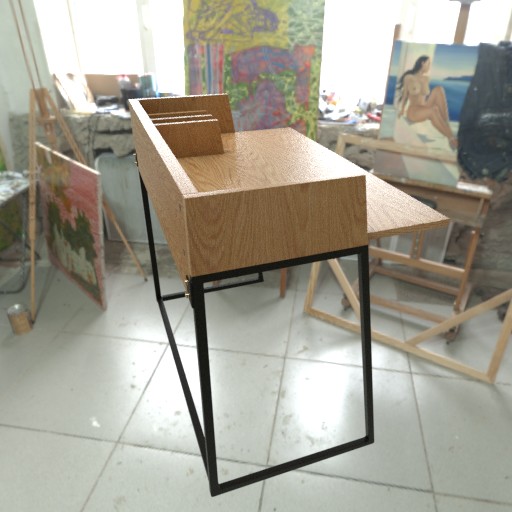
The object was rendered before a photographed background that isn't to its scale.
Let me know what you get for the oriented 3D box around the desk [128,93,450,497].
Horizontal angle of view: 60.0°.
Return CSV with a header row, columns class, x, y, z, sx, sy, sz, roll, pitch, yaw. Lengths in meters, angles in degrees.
class,x,y,z,sx,sy,sz,roll,pitch,yaw
desk,0.000,0.000,1.799,0.769,1.061,1.191,-10,31,-17
